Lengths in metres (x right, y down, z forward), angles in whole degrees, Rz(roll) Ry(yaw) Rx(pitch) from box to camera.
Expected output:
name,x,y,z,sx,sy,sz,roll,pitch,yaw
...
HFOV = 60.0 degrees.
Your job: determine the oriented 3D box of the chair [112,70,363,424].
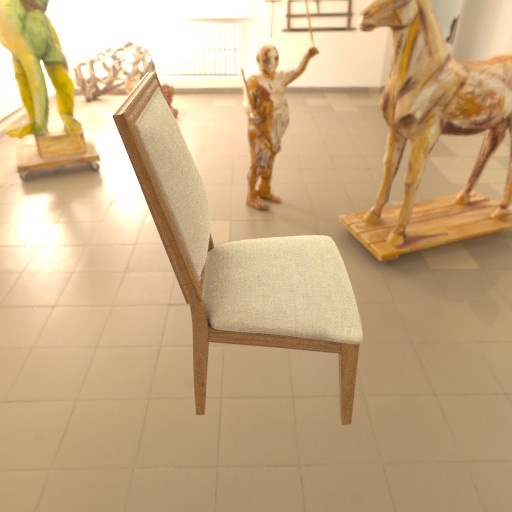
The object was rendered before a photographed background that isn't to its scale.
name,x,y,z,sx,sy,sz,roll,pitch,yaw
chair,0.000,0.000,1.356,0.601,0.988,0.536,-1,34,-1
